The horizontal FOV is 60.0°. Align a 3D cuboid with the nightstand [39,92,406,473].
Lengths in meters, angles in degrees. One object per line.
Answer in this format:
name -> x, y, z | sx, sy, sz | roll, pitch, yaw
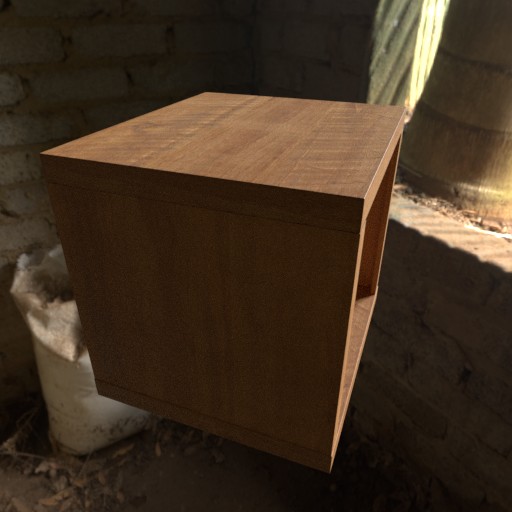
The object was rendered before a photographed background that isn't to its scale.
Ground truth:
nightstand -> 0.000, 0.000, 0.845 | 0.436, 0.491, 0.493 | 11, 32, 18
